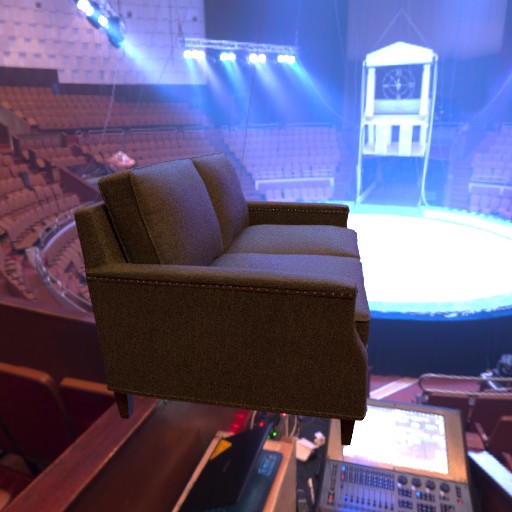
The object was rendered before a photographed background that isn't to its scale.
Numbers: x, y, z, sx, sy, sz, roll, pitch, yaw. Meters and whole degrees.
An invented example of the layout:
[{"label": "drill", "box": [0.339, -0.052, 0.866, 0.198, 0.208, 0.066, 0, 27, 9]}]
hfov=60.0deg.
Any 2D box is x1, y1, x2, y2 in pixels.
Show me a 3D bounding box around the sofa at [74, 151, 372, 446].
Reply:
[{"label": "sofa", "box": [0.000, 0.000, 2.291, 1.084, 1.003, 1.597, 3, 17, 10]}]
